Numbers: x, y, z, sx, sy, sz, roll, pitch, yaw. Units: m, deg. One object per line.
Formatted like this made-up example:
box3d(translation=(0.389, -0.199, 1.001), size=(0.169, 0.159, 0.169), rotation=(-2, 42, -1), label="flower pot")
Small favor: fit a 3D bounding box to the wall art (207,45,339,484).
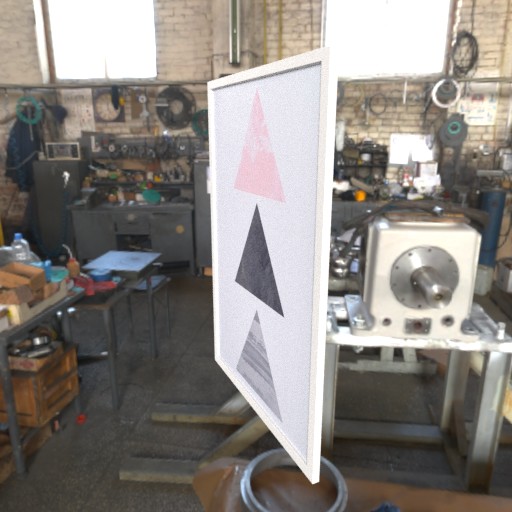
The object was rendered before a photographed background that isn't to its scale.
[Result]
box3d(translation=(0.000, 0.000, 0.835), size=(0.013, 0.656, 0.456), rotation=(-7, 17, -24), label="wall art")
